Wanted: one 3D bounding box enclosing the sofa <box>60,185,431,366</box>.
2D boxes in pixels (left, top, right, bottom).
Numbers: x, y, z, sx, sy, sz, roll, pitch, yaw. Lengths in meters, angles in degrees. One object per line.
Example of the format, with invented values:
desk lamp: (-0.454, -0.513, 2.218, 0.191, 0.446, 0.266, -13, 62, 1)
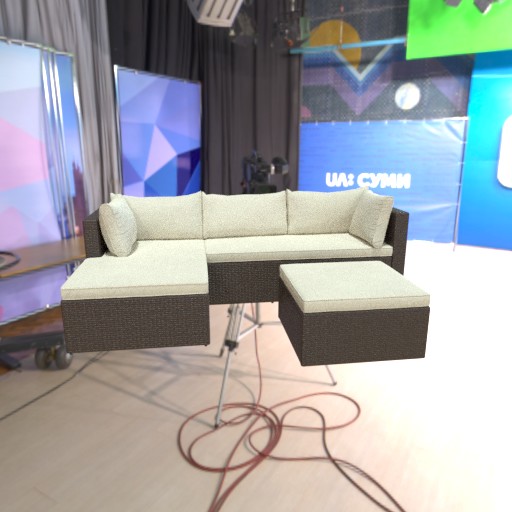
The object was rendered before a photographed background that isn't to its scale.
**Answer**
sofa: (0.000, 0.000, 2.903, 2.192, 0.766, 1.612, -2, 15, -7)
